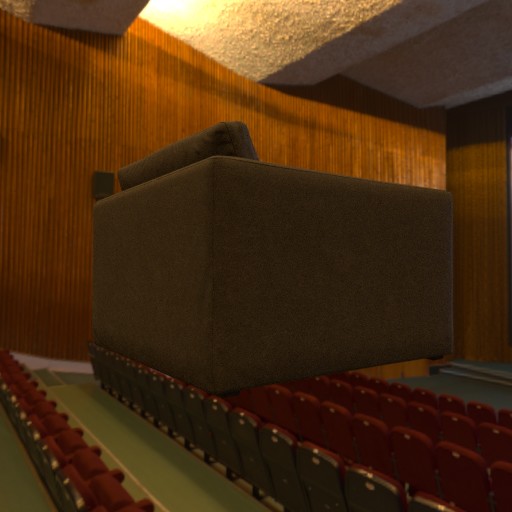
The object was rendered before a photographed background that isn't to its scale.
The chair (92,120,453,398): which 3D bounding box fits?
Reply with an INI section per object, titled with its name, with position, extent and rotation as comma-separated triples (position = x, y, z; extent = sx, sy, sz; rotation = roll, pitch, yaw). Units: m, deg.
[chair]
position = 0.000, 0.000, 1.888
extent = 1.091, 0.845, 1.190
rotation = 1, -2, -37
